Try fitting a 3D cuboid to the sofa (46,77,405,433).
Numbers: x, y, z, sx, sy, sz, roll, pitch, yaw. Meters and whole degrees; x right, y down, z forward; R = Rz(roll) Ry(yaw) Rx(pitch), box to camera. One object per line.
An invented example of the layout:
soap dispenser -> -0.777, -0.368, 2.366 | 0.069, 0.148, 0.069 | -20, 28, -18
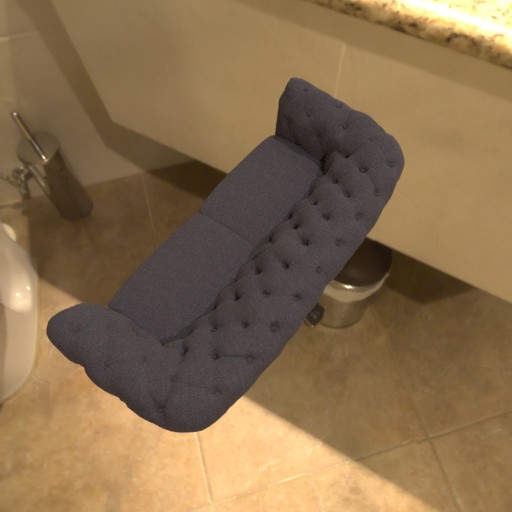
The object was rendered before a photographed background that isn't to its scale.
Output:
sofa -> 0.000, 0.000, 2.850 | 1.046, 0.836, 2.335 | 34, 68, 16
